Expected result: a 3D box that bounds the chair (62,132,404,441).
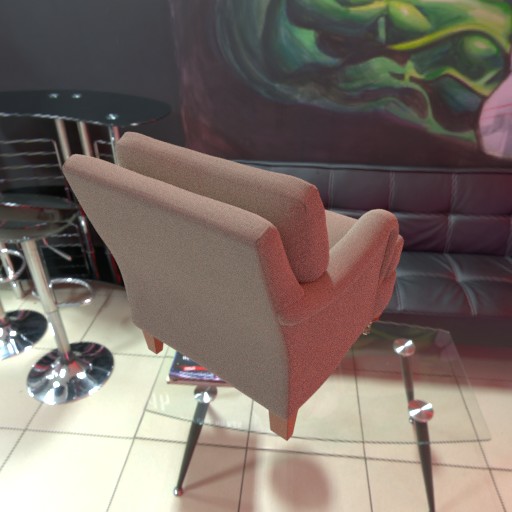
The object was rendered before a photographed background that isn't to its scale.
[{"bbox_3d":[0.000,0.000,1.876,0.955,1.038,1.070,23,38,32],"label":"chair"}]
